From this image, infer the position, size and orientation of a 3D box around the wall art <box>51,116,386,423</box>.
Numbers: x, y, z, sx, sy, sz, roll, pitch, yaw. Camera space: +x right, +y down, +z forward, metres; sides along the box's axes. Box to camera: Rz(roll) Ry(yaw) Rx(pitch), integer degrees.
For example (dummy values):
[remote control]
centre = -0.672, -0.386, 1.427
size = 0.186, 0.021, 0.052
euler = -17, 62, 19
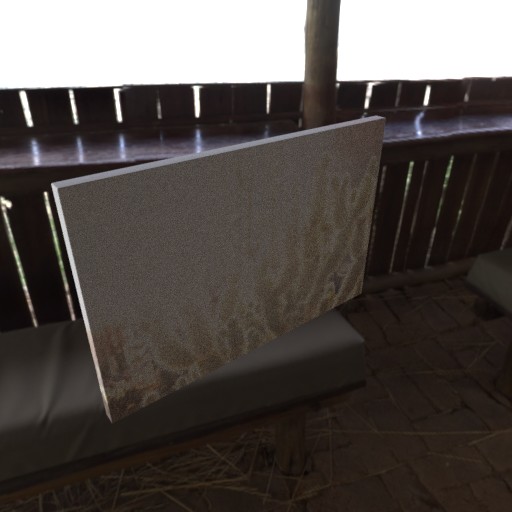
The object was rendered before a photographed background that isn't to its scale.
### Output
[wall art]
centre = 0.000, 0.000, 1.188
size = 0.916, 0.608, 0.040
euler = -21, 36, -32
